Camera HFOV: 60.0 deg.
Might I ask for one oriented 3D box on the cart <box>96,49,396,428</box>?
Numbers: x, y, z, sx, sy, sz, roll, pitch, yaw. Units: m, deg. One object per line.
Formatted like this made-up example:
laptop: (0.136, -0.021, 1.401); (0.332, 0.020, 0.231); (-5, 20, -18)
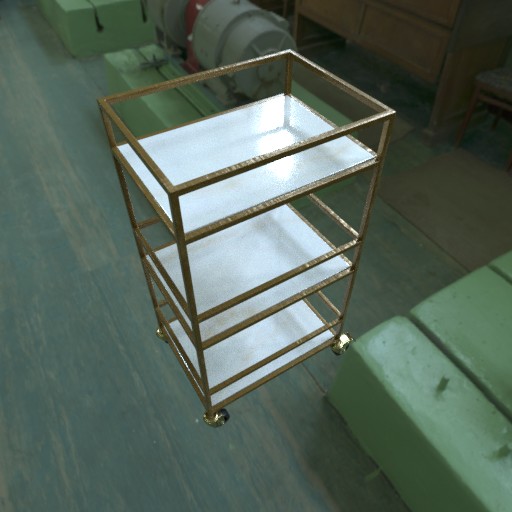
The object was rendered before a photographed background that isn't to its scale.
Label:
cart: (0.000, 0.000, 1.028); (0.483, 0.761, 0.332); (-24, 51, -21)
